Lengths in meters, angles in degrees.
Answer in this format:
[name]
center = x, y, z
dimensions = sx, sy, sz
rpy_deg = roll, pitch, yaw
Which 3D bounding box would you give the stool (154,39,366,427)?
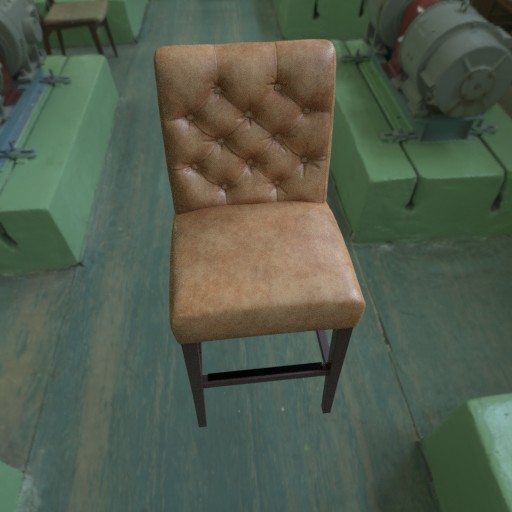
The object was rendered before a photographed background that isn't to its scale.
[stool]
center = 0.000, 0.000, 1.334
dimensions = 0.493, 1.047, 0.601
rpy_deg = -5, 47, -4
